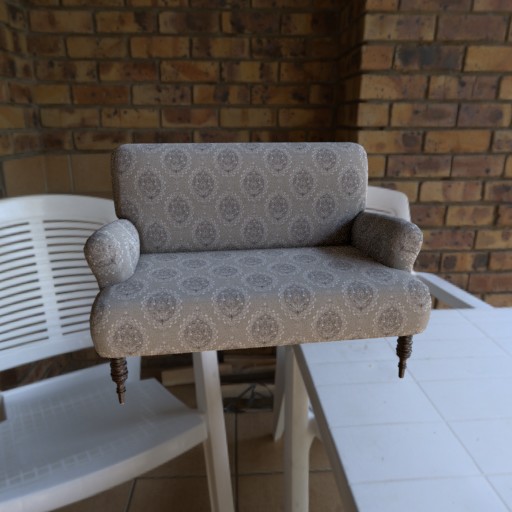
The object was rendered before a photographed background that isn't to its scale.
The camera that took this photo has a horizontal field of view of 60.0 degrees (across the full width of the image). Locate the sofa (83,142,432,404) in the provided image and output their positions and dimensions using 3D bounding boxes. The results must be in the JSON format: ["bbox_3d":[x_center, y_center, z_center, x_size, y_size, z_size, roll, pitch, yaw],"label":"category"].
[{"bbox_3d":[0.000,0.000,1.851,1.297,0.889,0.779,-3,17,-9],"label":"sofa"}]
